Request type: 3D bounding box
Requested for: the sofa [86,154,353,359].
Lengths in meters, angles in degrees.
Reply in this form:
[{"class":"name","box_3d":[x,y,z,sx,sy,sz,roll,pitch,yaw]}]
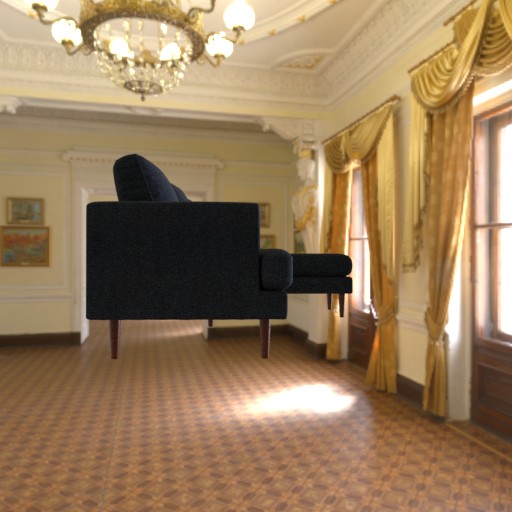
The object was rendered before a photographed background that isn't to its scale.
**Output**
[{"class":"sofa","box_3d":[0.000,0.000,3.016,1.504,0.956,2.233,0,0,-1]}]
